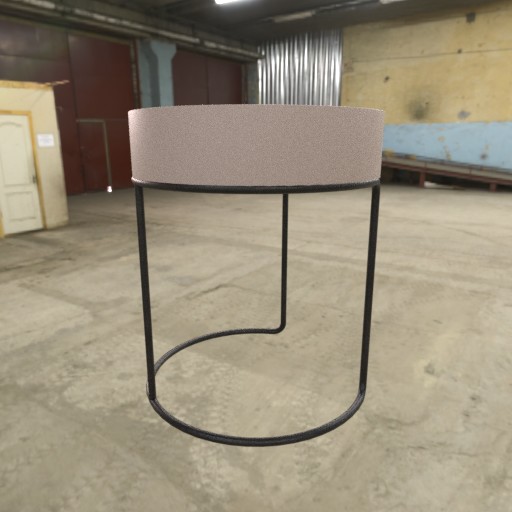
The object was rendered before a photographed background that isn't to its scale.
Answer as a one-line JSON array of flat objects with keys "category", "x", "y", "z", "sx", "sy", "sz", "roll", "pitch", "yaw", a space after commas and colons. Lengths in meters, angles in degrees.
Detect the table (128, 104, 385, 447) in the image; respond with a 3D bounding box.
[{"category": "table", "x": 0.000, "y": 0.000, "z": 0.868, "sx": 0.450, "sy": 0.530, "sz": 0.450, "roll": 0, "pitch": 15, "yaw": 0}]
